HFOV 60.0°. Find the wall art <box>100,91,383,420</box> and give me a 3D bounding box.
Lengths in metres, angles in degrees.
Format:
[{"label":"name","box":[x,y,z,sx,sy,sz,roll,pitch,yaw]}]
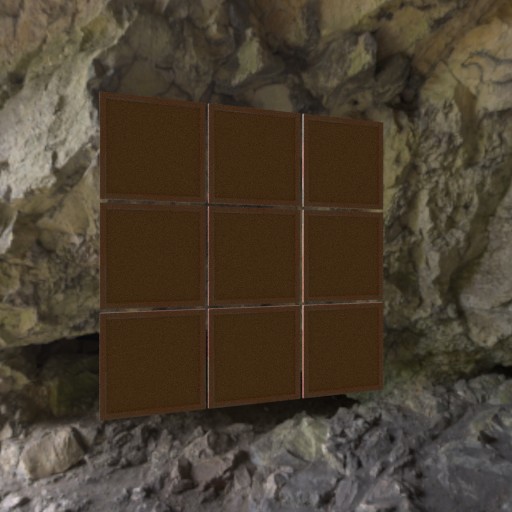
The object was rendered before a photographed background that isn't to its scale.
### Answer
[{"label":"wall art","box":[0.000,0.000,2.287,1.521,1.519,0.013,0,0,-18]}]
